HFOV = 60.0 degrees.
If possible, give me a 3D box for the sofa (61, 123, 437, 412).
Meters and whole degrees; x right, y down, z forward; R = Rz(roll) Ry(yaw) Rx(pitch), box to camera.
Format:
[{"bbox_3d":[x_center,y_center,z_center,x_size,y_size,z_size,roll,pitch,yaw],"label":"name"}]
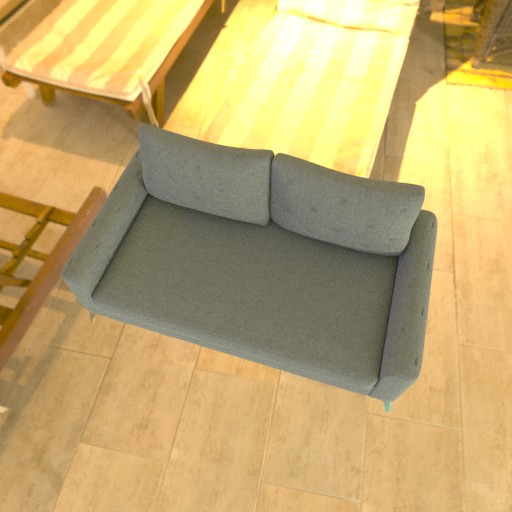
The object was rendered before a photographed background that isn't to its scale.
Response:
[{"bbox_3d":[0.000,0.000,2.178,1.650,0.790,0.920,15,59,9],"label":"sofa"}]
